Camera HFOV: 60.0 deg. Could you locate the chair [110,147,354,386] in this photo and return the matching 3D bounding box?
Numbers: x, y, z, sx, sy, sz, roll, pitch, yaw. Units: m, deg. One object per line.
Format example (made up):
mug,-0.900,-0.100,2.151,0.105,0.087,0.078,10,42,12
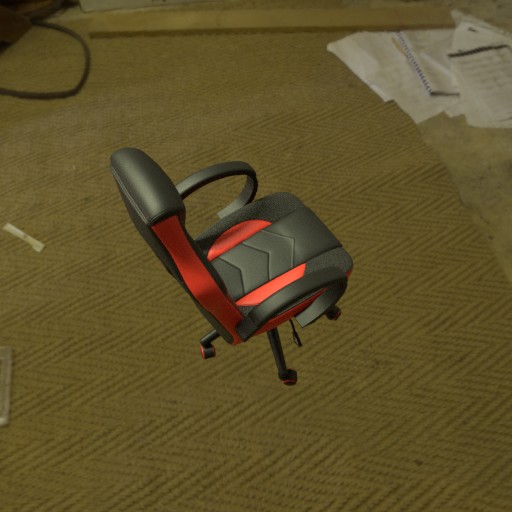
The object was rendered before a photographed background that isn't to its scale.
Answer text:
chair,0.000,0.000,1.411,0.642,1.016,0.600,-28,61,-17
